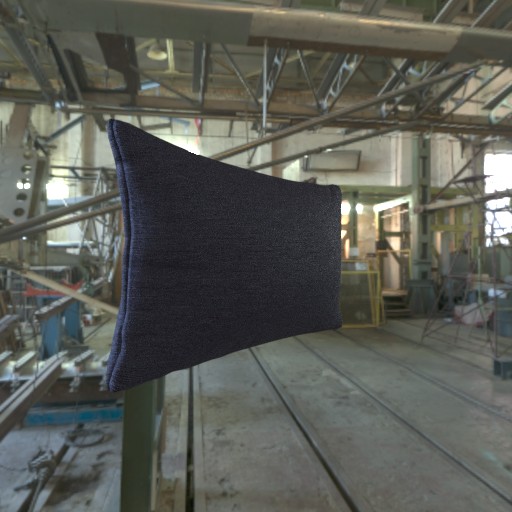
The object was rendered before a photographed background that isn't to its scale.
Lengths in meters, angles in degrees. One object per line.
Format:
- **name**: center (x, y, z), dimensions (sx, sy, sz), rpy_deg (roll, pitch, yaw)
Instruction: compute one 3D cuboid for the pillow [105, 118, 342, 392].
- **pillow**: center (0.000, 0.000, 0.799), dimensions (0.210, 0.338, 0.633), rpy_deg (0, 0, 36)
